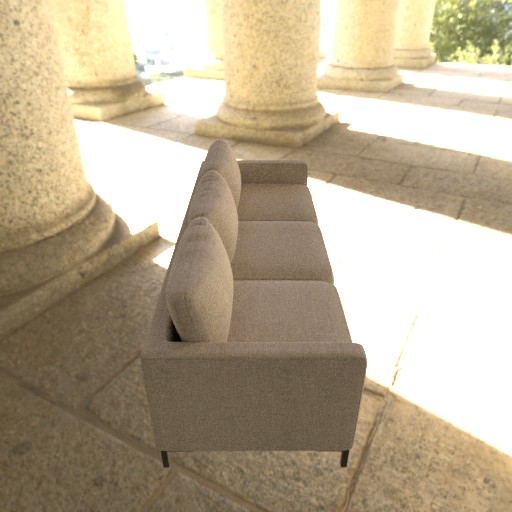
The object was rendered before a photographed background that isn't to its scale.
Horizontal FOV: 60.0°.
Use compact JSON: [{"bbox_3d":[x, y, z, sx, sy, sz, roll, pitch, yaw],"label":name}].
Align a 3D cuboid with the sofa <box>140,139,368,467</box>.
[{"bbox_3d":[0.000,0.000,2.661,0.859,0.874,2.218,0,31,0],"label":"sofa"}]
